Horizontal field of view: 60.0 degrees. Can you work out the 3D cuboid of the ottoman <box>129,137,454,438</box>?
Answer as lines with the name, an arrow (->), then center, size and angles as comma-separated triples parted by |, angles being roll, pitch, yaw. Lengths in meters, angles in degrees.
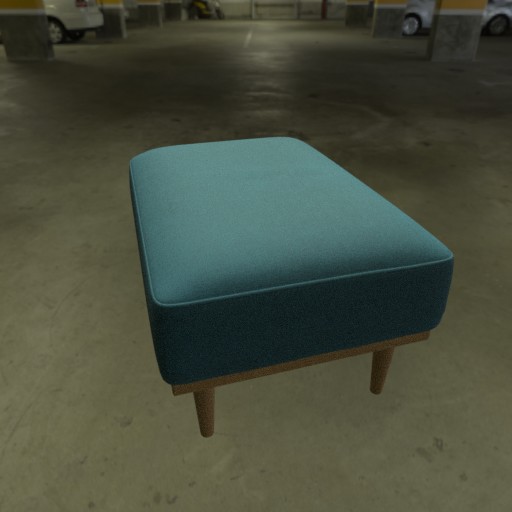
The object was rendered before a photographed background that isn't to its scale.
ottoman -> 0.000, 0.000, 1.092 | 0.549, 0.428, 0.749 | -9, 32, -14
